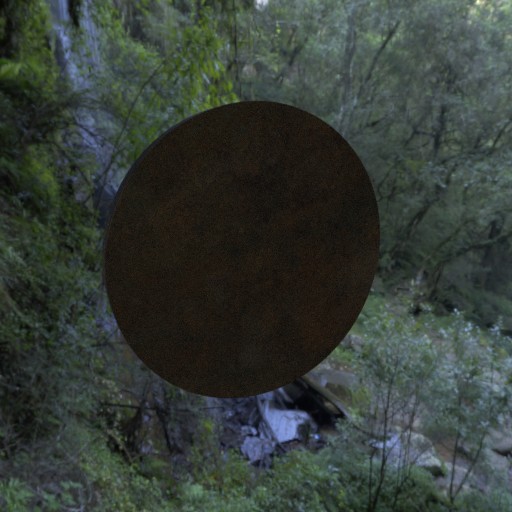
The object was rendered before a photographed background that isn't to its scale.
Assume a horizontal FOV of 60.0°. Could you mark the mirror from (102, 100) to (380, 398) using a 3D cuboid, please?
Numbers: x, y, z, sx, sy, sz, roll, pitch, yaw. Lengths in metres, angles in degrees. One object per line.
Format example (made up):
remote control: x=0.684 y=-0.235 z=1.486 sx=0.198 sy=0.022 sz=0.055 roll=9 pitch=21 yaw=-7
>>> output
mirror: x=0.000 y=0.000 z=0.889 sx=0.585 sy=0.585 sz=0.061 roll=-7 pitch=15 yaw=-25
